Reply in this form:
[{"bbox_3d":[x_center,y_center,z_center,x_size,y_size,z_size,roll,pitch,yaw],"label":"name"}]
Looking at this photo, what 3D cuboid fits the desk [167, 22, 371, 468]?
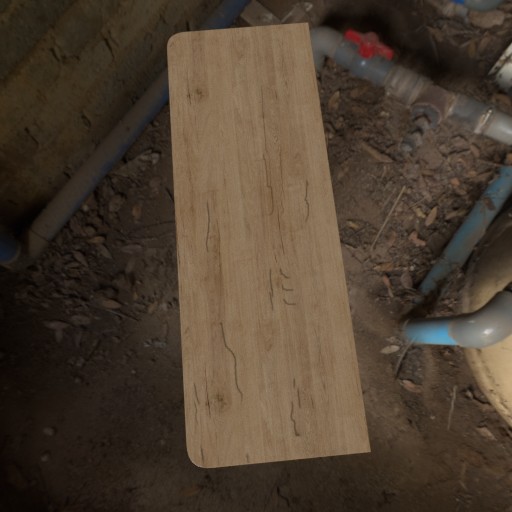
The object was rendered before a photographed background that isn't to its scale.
[{"bbox_3d":[0.000,0.000,1.445,0.390,0.760,1.100,-5,75,-1],"label":"desk"}]
